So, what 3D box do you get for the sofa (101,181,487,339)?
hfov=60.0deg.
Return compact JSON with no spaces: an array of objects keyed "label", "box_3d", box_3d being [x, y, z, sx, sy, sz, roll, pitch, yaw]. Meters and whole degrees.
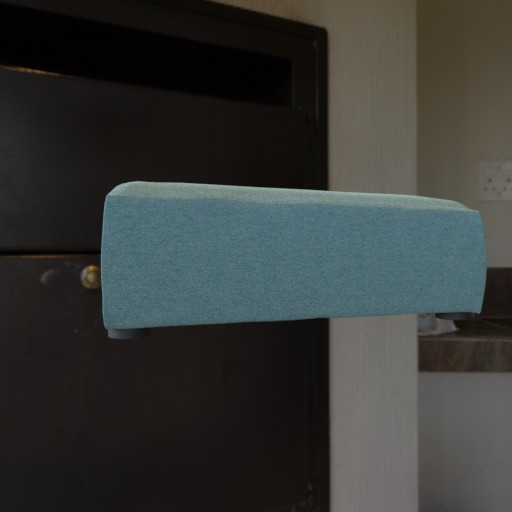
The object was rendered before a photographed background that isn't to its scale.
[{"label":"sofa","box_3d":[0.000,0.000,1.422,0.930,0.330,0.930,0,0,-19]}]
